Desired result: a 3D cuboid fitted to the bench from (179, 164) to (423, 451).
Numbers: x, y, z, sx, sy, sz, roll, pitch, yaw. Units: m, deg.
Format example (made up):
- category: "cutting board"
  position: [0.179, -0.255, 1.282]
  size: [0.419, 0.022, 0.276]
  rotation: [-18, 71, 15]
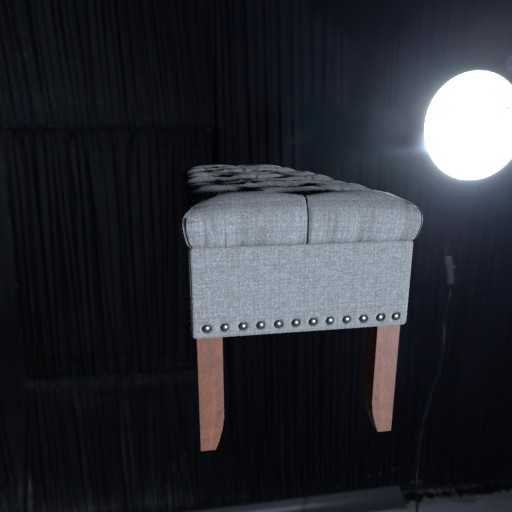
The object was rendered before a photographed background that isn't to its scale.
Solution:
- category: "bench"
  position: [0.000, 0.000, 1.271]
  size: [0.417, 0.470, 1.052]
  rotation: [-2, 15, -9]
